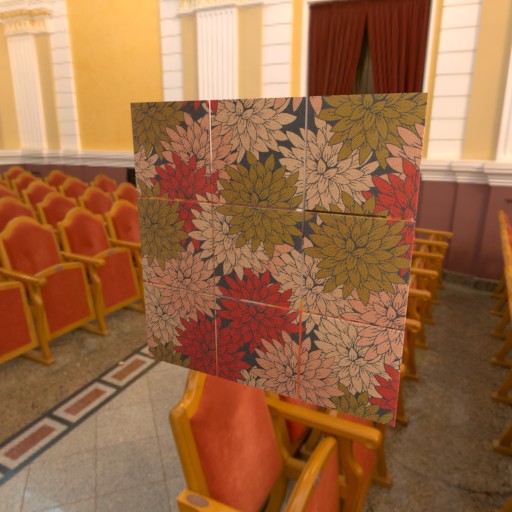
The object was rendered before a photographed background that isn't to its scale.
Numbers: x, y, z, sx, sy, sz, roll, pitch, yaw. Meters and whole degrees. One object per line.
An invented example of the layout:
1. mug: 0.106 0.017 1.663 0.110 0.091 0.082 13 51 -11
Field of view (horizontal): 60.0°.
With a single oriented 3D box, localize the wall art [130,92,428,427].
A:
1. wall art: 0.000 0.000 1.815 1.206 1.218 0.013 8 18 26
